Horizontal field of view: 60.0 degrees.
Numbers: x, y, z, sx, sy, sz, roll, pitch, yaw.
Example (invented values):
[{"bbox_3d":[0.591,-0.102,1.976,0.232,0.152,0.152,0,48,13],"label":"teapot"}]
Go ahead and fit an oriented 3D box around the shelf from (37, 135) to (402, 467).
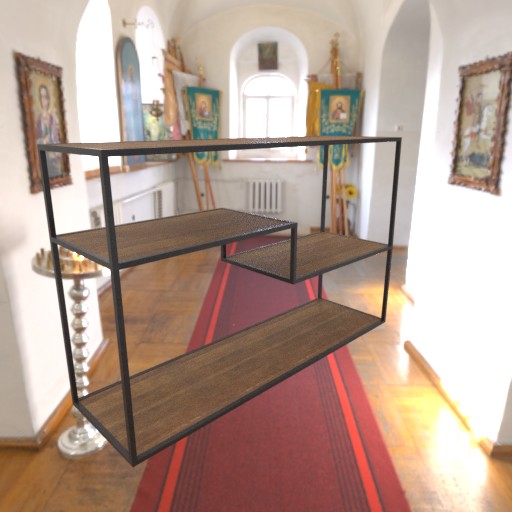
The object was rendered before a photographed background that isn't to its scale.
[{"bbox_3d":[0.000,0.000,1.510,1.201,0.765,0.361,-16,23,-42],"label":"shelf"}]
